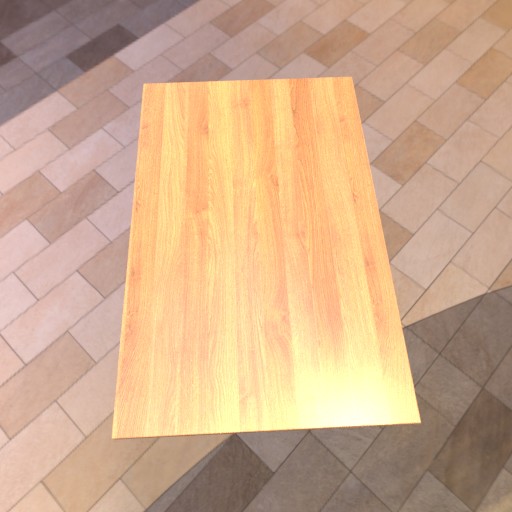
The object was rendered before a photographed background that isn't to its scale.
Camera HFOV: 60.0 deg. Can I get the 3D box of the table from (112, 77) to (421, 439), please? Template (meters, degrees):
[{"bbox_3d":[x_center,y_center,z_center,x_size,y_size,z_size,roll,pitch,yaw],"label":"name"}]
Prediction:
[{"bbox_3d":[0.000,0.000,1.441,0.700,0.442,1.100,-2,64,-1],"label":"table"}]
